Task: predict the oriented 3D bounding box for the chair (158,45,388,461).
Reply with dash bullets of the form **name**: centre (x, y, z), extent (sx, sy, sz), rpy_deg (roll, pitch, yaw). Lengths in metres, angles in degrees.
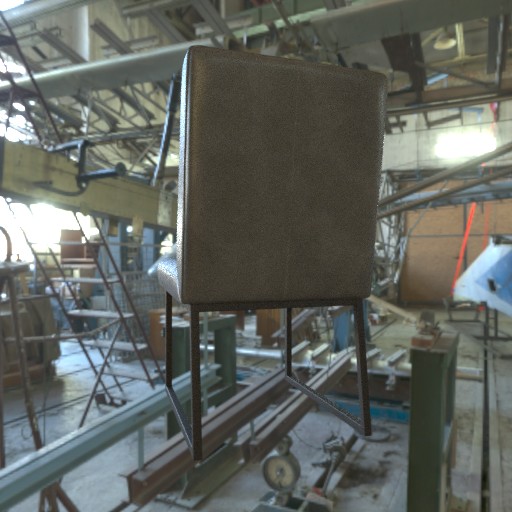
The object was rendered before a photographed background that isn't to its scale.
- **chair**: centre (0.000, 0.000, 1.318), extent (0.520, 0.930, 0.634), rpy_deg (0, 0, -18)
